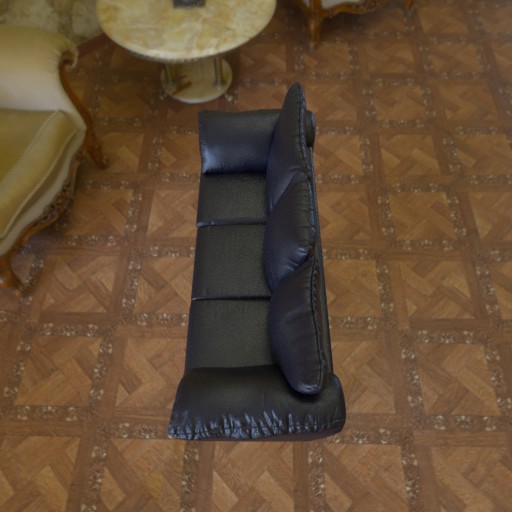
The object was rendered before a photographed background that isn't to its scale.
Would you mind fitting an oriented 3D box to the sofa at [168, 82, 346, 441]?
[{"bbox_3d":[0.000,0.000,2.927,0.880,1.073,2.336,0,58,0],"label":"sofa"}]
